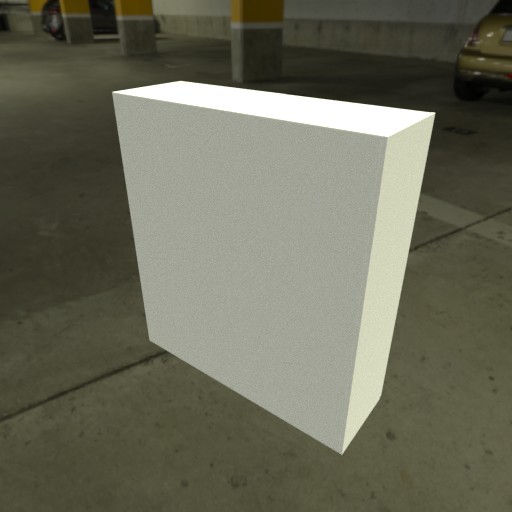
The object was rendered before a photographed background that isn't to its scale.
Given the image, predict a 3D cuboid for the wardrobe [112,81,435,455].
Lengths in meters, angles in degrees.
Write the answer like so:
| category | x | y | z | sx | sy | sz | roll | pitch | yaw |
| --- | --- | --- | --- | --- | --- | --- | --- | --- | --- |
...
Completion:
| category | x | y | z | sx | sy | sz | roll | pitch | yaw |
| --- | --- | --- | --- | --- | --- | --- | --- | --- | --- |
| wardrobe | 0.000 | 0.000 | 3.018 | 1.830 | 2.020 | 0.600 | 20 | 35 | 32 |
